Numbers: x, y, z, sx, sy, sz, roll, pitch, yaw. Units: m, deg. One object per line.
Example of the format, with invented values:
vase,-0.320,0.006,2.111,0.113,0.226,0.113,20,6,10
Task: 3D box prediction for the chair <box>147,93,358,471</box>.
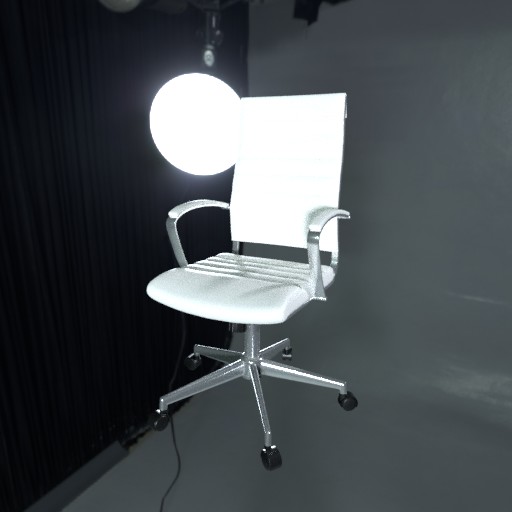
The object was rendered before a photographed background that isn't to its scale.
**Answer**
chair,0.000,0.000,1.609,0.766,1.149,0.739,7,16,26
